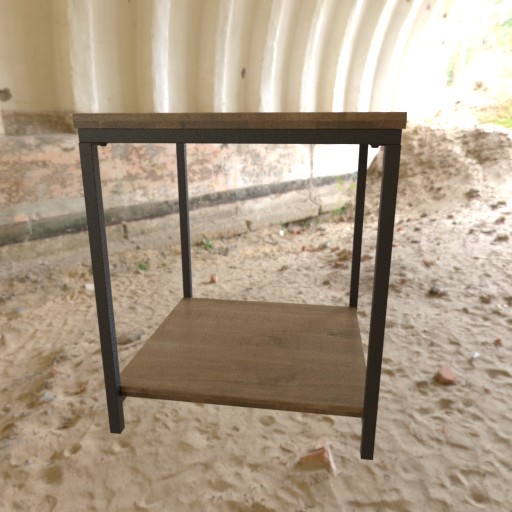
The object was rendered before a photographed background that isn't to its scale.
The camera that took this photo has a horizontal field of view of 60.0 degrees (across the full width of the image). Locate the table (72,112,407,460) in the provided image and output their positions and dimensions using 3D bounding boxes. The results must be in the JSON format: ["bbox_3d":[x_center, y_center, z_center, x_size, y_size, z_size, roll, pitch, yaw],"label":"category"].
[{"bbox_3d":[0.000,0.000,0.977,0.503,0.589,0.507,2,17,8],"label":"table"}]
